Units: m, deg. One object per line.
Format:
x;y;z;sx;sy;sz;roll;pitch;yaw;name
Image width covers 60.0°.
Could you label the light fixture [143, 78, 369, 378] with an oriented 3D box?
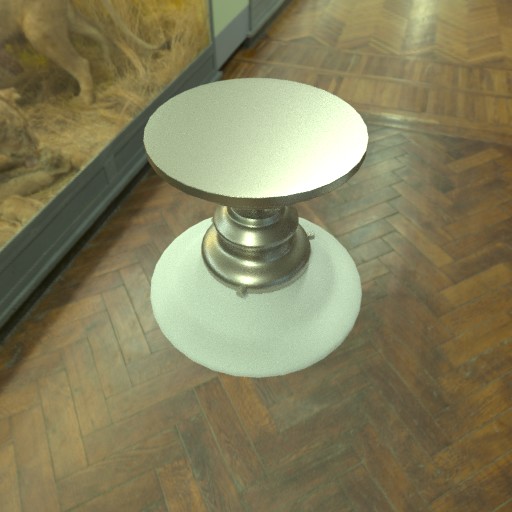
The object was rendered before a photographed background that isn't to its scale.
0.000;0.000;0.394;0.199;0.254;0.199;0;46;0;light fixture
